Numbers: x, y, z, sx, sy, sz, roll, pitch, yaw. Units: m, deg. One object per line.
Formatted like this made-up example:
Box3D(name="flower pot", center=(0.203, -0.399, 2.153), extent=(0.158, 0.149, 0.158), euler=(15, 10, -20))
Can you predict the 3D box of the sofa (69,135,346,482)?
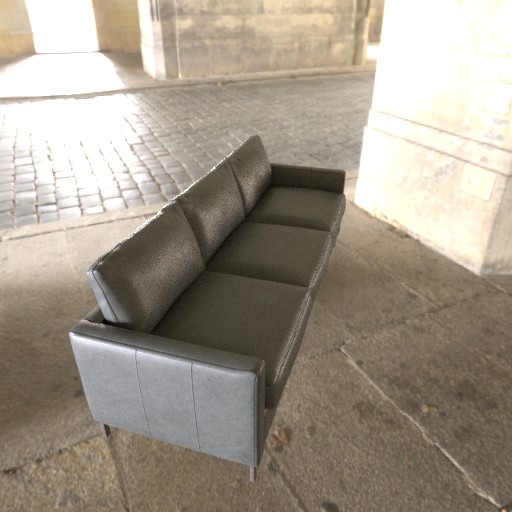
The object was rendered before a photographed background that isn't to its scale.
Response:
Box3D(name="sofa", center=(0.000, 0.000, 2.347), extent=(0.748, 0.805, 2.029), euler=(9, 31, 15))
